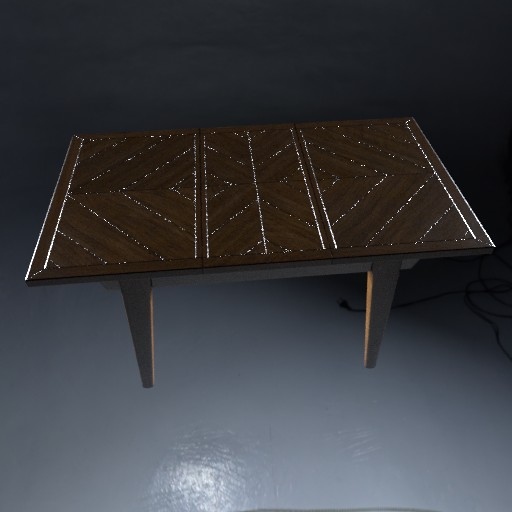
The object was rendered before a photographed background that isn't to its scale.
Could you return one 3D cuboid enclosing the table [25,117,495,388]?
[{"bbox_3d":[0.000,0.000,1.846,1.400,0.760,0.757,-4,48,-4],"label":"table"}]
